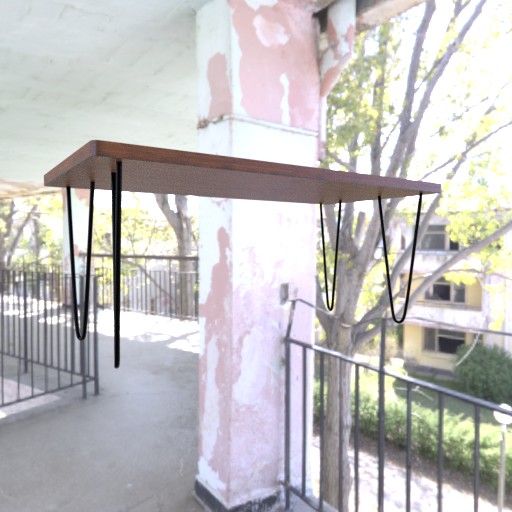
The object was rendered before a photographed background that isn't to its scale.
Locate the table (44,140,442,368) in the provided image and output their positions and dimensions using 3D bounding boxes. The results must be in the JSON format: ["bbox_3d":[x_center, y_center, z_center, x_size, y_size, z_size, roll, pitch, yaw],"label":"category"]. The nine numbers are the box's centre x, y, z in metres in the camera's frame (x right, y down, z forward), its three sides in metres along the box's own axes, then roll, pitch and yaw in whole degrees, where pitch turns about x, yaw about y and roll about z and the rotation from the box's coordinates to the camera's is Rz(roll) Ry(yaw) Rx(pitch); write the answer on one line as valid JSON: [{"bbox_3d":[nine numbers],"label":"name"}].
[{"bbox_3d":[0.000,0.000,2.207,1.791,0.753,0.883,-1,2,-34],"label":"table"}]
